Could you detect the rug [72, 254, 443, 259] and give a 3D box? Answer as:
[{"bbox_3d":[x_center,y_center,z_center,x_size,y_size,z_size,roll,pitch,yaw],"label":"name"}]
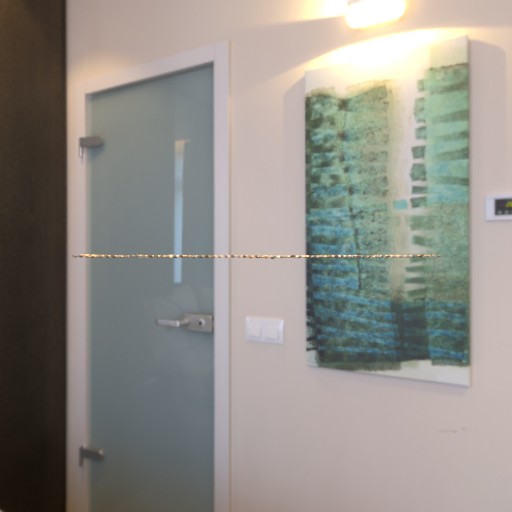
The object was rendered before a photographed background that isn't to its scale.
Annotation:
[{"bbox_3d":[0.000,0.000,2.359,1.218,0.017,1.861,0,0,-1],"label":"rug"}]
